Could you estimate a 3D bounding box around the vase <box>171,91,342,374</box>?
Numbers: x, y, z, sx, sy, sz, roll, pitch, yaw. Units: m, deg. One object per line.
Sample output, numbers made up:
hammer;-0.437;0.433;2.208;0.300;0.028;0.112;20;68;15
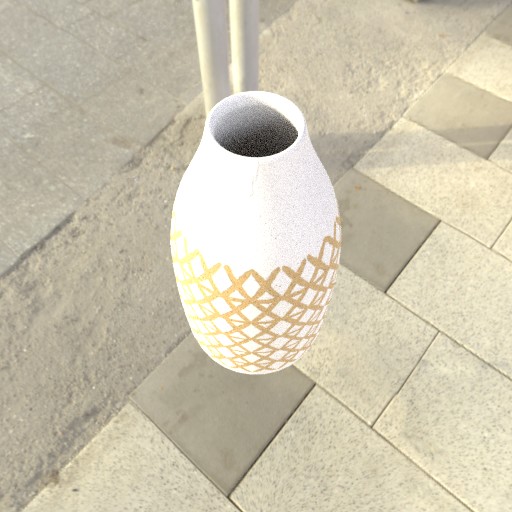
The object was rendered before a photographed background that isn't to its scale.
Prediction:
vase;0.000;0.000;0.492;0.186;0.380;0.186;0;59;0
